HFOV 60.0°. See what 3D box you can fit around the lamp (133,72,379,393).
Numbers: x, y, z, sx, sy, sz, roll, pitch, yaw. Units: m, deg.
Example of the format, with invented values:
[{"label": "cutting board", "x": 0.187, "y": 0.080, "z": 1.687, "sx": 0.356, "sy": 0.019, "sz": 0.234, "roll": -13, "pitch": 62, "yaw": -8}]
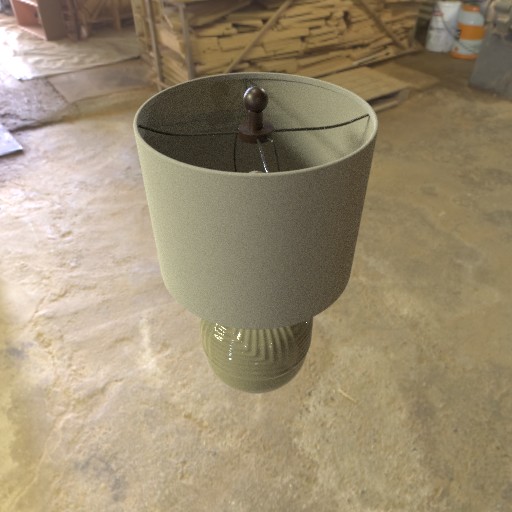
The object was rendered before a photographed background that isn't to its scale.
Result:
[{"label": "lamp", "x": 0.000, "y": 0.000, "z": 0.748, "sx": 0.318, "sy": 0.567, "sz": 0.318, "roll": 0, "pitch": 41, "yaw": 0}]
